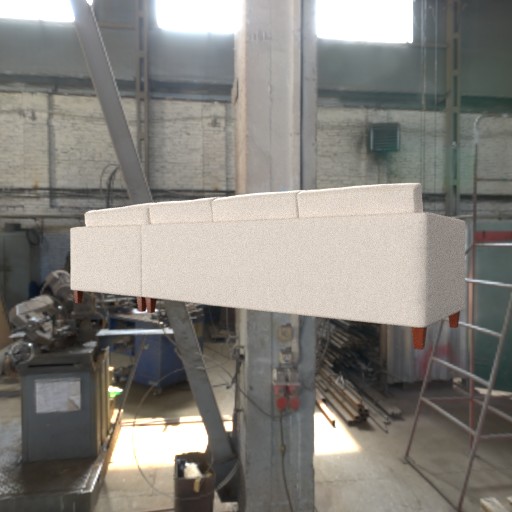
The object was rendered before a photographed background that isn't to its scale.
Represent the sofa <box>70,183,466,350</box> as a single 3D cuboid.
[{"bbox_3d":[0.000,0.000,4.014,3.471,0.954,1.606,1,1,37],"label":"sofa"}]
